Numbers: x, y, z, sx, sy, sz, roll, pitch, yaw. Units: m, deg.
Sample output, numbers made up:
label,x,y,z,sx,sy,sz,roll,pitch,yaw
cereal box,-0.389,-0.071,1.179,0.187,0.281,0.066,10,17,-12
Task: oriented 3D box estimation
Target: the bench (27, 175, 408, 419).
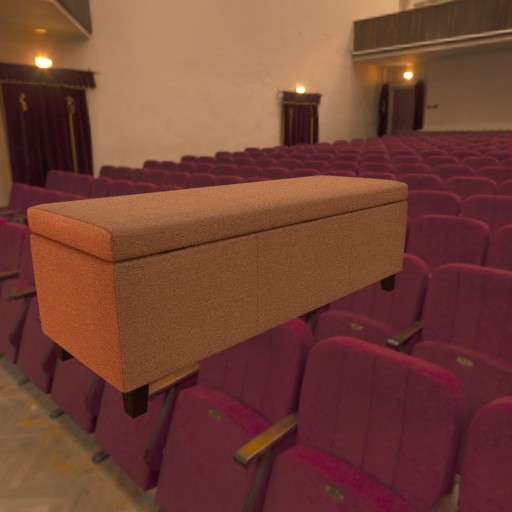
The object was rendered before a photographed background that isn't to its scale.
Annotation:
label,x,y,z,sx,sy,sz,roll,pitch,yaw
bench,0.000,0.000,1.466,0.446,0.438,1.269,14,21,42
